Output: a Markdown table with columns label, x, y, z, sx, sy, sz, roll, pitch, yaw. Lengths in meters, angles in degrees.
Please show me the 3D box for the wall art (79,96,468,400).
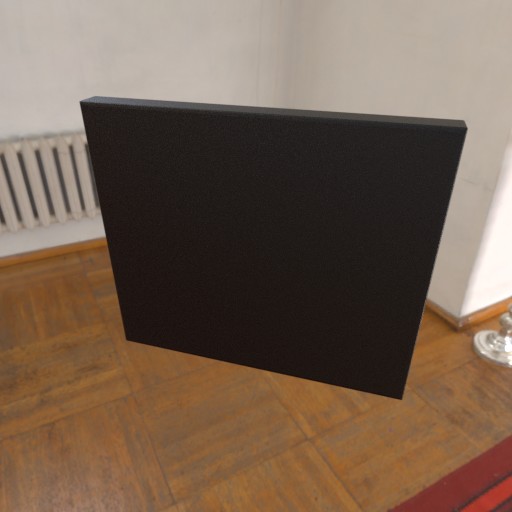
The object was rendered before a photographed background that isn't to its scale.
| label | x | y | z | sx | sy | sz | roll | pitch | yaw |
| --- | --- | --- | --- | --- | --- | --- | --- | --- | --- |
| wall art | 0.000 | 0.000 | 0.515 | 0.380 | 0.330 | 0.028 | 9 | 32 | 14 |
